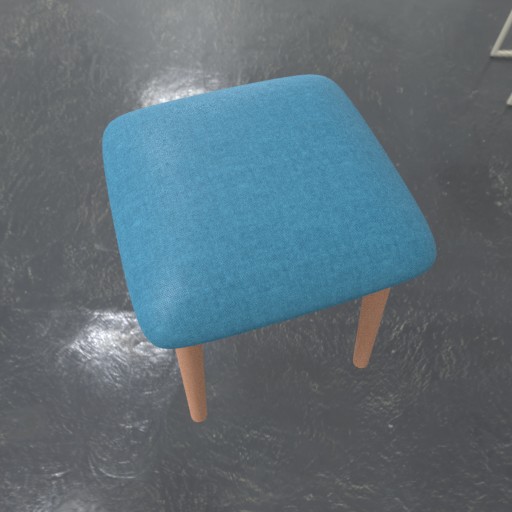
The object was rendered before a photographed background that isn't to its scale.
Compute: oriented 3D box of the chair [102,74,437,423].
[{"bbox_3d":[0.000,0.000,0.708,0.360,0.450,0.360,-15,60,-9],"label":"chair"}]
